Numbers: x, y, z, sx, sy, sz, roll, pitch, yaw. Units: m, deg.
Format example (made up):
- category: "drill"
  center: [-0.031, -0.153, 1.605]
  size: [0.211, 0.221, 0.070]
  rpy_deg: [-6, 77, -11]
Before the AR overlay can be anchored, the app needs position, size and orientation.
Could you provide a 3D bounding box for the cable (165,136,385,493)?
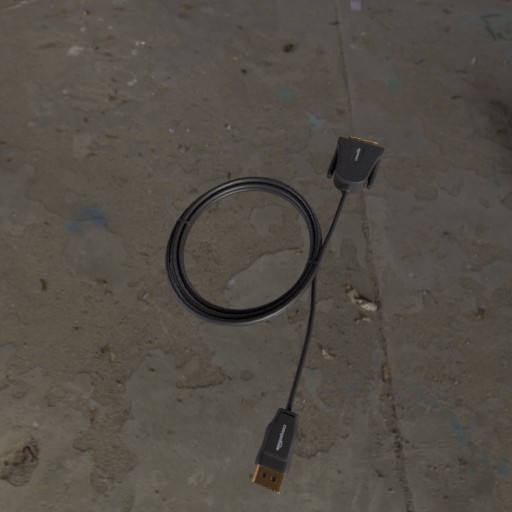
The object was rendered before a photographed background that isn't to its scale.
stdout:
- category: "cable"
  center: [0.000, 0.000, 0.327]
  size: [0.136, 0.015, 0.281]
  rpy_deg: [18, 60, 10]
